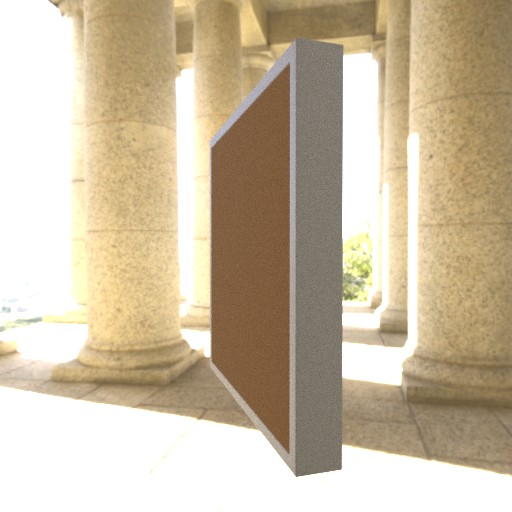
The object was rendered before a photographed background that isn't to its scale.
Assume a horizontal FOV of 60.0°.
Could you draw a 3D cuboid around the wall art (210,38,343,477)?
[{"bbox_3d":[0.000,0.000,0.458,0.037,0.305,0.305,0,1,-17],"label":"wall art"}]
